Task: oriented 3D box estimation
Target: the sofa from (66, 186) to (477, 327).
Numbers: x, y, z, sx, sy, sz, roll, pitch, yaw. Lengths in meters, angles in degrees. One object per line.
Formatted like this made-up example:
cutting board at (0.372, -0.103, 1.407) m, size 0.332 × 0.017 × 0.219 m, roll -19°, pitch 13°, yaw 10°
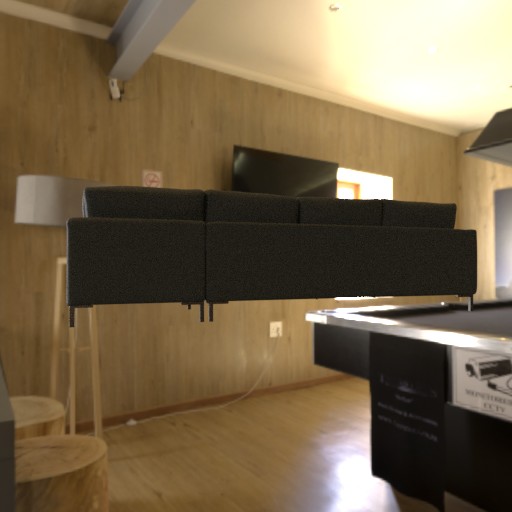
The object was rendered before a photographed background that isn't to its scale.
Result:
sofa at (0.000, 0.000, 3.891) m, size 2.975 × 0.858 × 1.984 m, roll 0°, pitch -1°, yaw -18°
